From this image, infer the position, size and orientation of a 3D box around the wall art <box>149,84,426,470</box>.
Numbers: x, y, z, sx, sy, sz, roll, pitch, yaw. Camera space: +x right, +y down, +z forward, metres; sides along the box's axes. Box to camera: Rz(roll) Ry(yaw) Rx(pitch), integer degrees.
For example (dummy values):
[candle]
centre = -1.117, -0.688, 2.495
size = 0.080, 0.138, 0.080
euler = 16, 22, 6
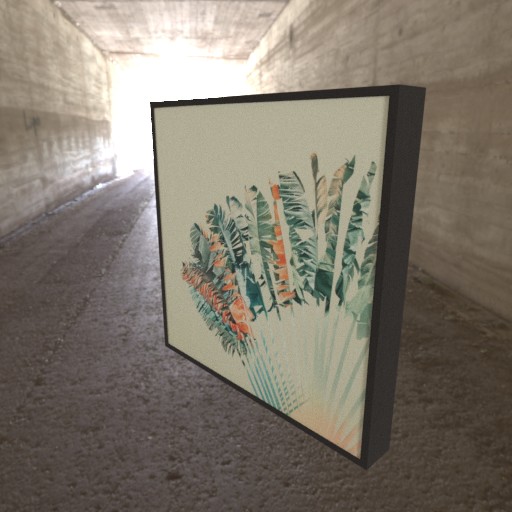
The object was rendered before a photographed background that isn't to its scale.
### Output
[wall art]
centre = 0.000, 0.000, 0.442
size = 0.036, 0.300, 0.302
euler = -15, 22, -42
